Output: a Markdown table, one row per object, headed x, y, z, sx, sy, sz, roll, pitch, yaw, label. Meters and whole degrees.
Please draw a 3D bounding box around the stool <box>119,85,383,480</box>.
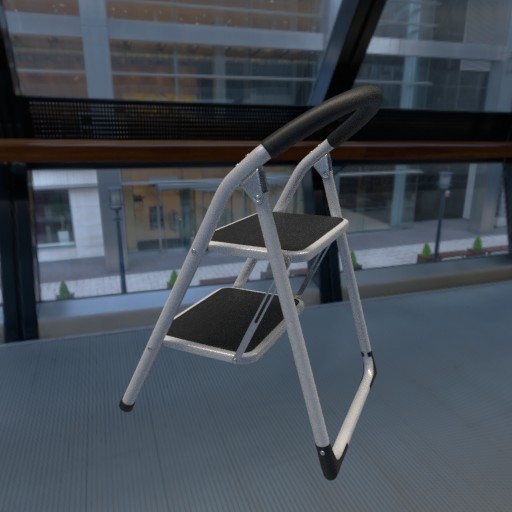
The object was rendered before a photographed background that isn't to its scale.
| x | y | z | sx | sy | sz | roll | pitch | yaw | label |
| --- | --- | --- | --- | --- | --- | --- | --- | --- | --- |
| 0.000 | 0.000 | 1.081 | 0.559 | 0.760 | 0.453 | 8 | 18 | 24 | stool |
